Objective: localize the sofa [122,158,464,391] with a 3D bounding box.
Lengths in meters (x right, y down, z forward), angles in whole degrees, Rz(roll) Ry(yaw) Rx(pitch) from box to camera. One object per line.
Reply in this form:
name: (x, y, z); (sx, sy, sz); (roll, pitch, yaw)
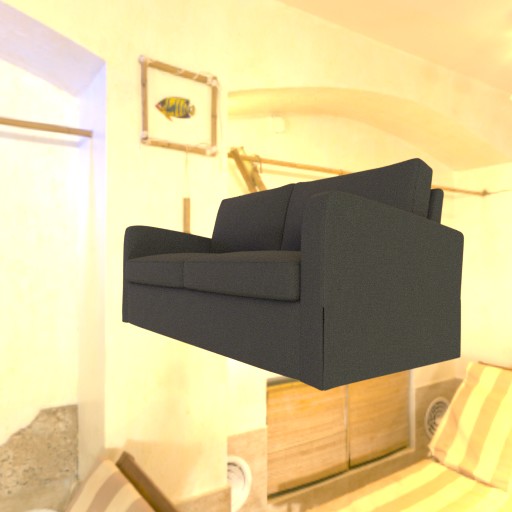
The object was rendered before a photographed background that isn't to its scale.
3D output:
sofa: (0.000, 0.000, 2.341); (0.898, 0.839, 1.852); (0, 0, -35)
